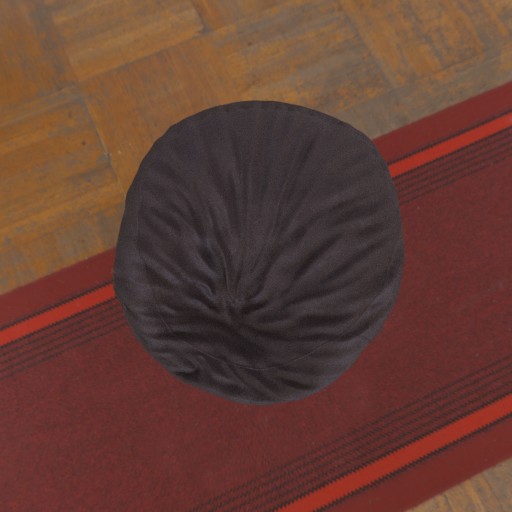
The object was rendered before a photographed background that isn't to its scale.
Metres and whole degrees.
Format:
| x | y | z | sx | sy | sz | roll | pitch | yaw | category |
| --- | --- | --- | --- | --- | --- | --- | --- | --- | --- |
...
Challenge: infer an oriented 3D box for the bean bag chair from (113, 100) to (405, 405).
| x | y | z | sx | sy | sz | roll | pitch | yaw | category |
| --- | --- | --- | --- | --- | --- | --- | --- | --- | --- |
| 0.000 | 0.000 | 2.009 | 1.245 | 0.821 | 1.245 | 0 | 75 | 0 | bean bag chair |
